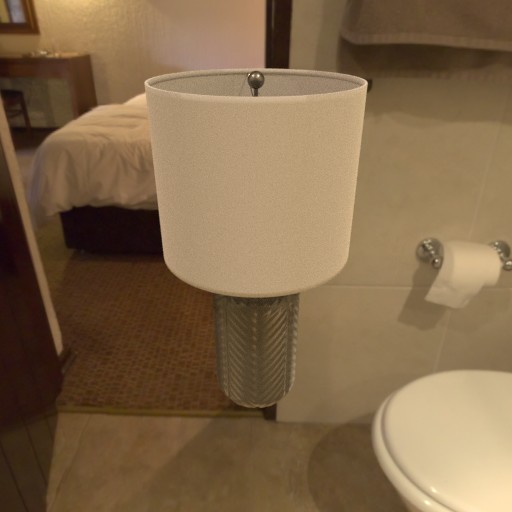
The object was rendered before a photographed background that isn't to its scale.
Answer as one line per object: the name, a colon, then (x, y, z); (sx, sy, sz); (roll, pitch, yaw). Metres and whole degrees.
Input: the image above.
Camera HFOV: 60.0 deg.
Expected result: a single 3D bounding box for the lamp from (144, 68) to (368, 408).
lamp: (0.000, 0.000, 0.502); (0.203, 0.389, 0.203); (-19, 34, -31)
